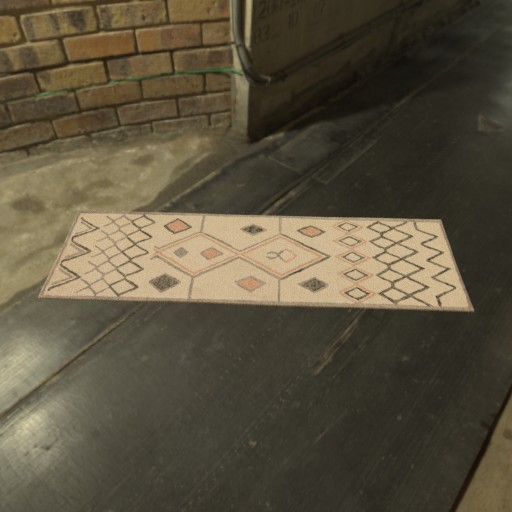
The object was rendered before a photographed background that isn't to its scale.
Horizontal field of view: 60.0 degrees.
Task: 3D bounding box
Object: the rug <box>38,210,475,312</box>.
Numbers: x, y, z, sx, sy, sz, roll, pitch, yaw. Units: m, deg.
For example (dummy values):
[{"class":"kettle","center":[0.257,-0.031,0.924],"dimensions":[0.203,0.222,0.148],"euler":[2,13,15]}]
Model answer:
[{"class":"rug","center":[0.000,0.000,2.722],"dimensions":[2.435,0.011,0.750],"euler":[2,47,2]}]
